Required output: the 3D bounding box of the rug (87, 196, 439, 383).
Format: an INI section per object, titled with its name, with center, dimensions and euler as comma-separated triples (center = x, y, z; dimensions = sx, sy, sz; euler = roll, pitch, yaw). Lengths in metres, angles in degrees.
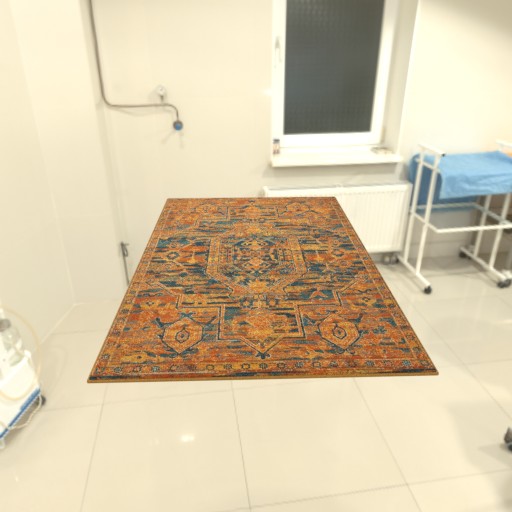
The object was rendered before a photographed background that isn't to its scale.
[rug]
center = 0.000, 0.000, 1.083
dimensions = 0.557, 0.008, 0.863
euler = -1, 27, -2
